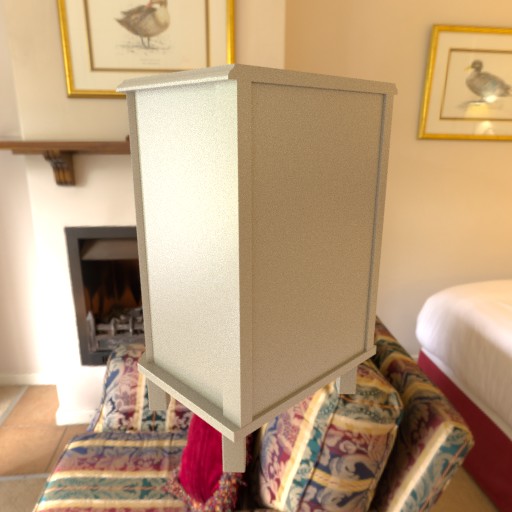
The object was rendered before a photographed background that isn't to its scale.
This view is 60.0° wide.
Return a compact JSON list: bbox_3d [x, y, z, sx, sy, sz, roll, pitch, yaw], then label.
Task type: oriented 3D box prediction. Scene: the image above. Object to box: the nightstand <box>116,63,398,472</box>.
[{"bbox_3d":[0.000,0.000,0.930,0.435,0.680,0.348,-15,22,-42],"label":"nightstand"}]
